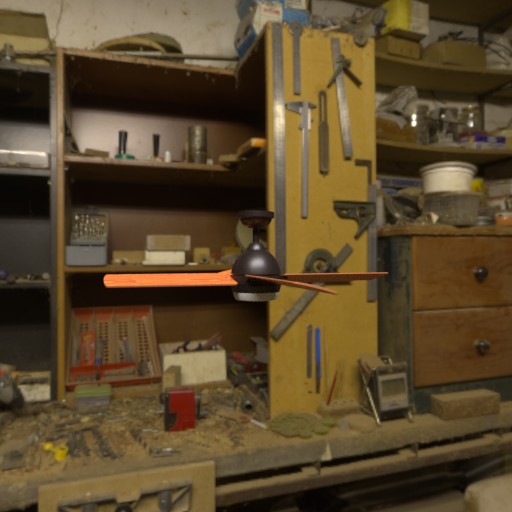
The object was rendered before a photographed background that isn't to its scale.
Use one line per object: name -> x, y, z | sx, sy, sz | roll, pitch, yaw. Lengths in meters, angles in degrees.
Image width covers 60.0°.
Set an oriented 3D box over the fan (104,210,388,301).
fan -> 0.000, 0.000, 2.049 | 1.332, 0.403, 1.332 | 0, 0, -17
